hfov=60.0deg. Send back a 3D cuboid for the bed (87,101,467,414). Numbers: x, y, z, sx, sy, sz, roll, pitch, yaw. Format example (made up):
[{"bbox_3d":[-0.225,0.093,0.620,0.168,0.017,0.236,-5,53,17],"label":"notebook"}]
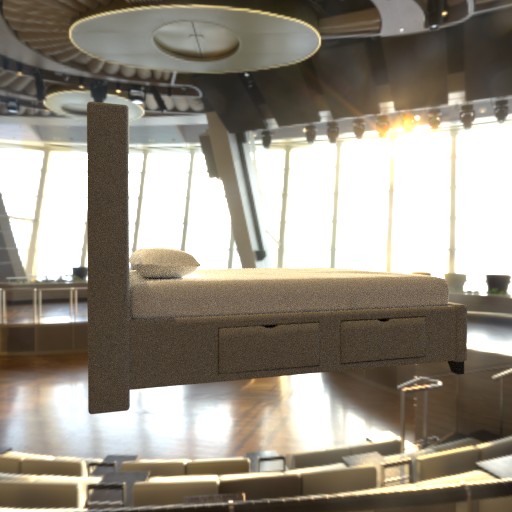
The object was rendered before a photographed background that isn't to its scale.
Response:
[{"bbox_3d":[0.000,0.000,3.260,2.222,1.491,1.774,0,1,-17],"label":"bed"}]
